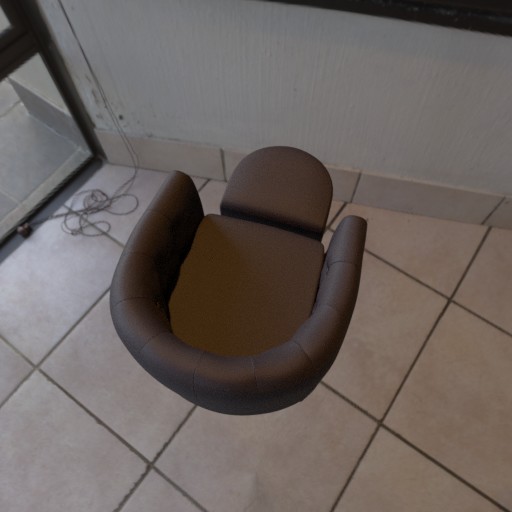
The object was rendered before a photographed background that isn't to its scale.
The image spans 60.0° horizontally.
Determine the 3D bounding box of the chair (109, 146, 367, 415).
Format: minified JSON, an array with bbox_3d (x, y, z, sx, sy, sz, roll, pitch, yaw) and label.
[{"bbox_3d":[0.000,0.000,1.733,0.763,0.760,1.191,15,65,7],"label":"chair"}]
